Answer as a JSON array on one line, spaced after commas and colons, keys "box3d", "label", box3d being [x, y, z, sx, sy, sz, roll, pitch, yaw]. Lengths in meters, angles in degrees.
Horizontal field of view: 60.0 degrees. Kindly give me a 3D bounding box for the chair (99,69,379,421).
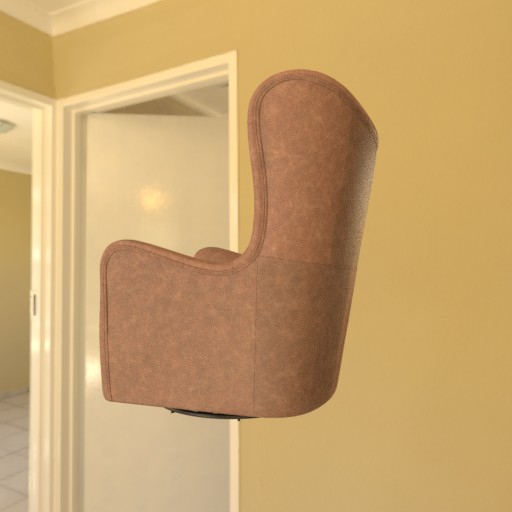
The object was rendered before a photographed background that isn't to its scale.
[{"box3d": [0.000, 0.000, 1.738, 0.930, 1.079, 0.831, 0, -1, 18], "label": "chair"}]
